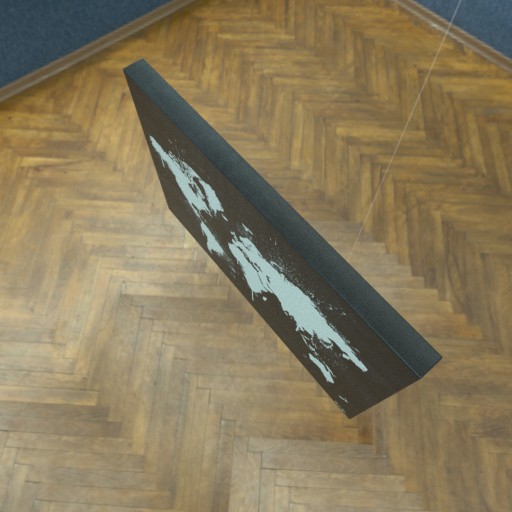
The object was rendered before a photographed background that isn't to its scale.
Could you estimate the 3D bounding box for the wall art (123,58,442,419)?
[{"bbox_3d":[0.000,0.000,0.771,0.038,0.409,0.610,-36,69,-16],"label":"wall art"}]
